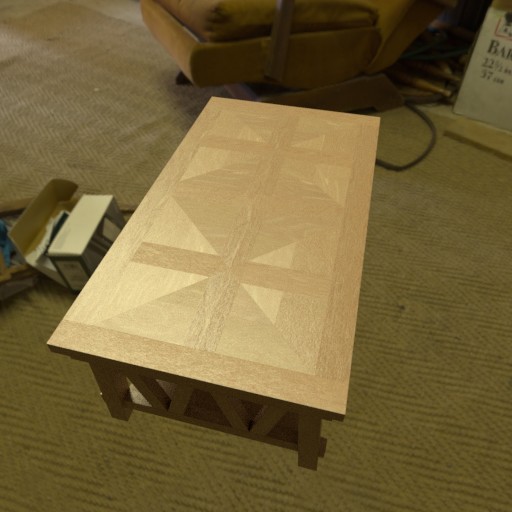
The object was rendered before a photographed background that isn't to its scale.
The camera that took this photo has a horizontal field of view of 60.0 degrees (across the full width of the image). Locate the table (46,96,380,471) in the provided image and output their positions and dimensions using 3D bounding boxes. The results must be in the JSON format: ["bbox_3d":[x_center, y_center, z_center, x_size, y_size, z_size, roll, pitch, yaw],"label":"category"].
[{"bbox_3d":[0.000,0.000,1.604,0.711,0.507,1.270,10,47,10],"label":"table"}]
